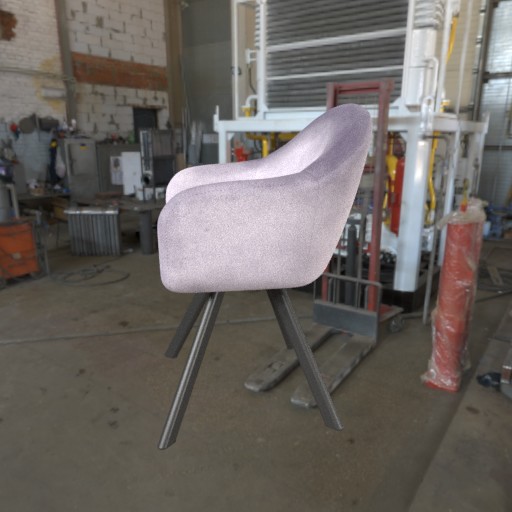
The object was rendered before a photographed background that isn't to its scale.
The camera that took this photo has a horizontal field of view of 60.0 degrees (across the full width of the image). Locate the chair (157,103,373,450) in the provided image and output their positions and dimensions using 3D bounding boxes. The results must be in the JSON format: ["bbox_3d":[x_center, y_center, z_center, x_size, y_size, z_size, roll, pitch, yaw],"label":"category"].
[{"bbox_3d":[0.000,0.000,1.191,0.540,0.780,0.570,-2,15,-9],"label":"chair"}]
